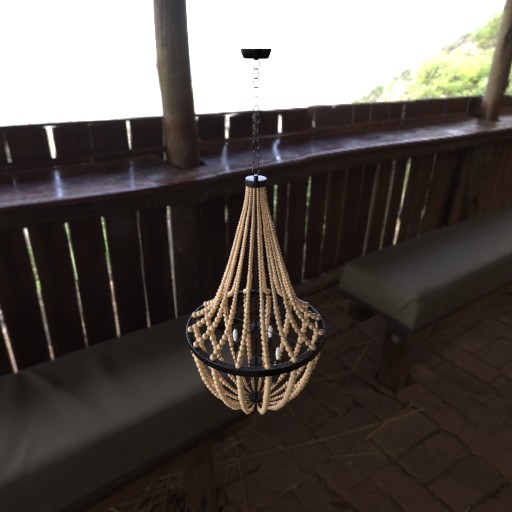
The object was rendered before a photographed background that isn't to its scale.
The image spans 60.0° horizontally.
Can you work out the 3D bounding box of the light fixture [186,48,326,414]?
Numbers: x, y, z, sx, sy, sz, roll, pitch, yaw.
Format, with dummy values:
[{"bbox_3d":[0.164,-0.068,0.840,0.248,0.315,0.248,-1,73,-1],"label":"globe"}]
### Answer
[{"bbox_3d":[0.000,0.000,1.334,0.450,1.133,0.450,0,26,0],"label":"light fixture"}]
